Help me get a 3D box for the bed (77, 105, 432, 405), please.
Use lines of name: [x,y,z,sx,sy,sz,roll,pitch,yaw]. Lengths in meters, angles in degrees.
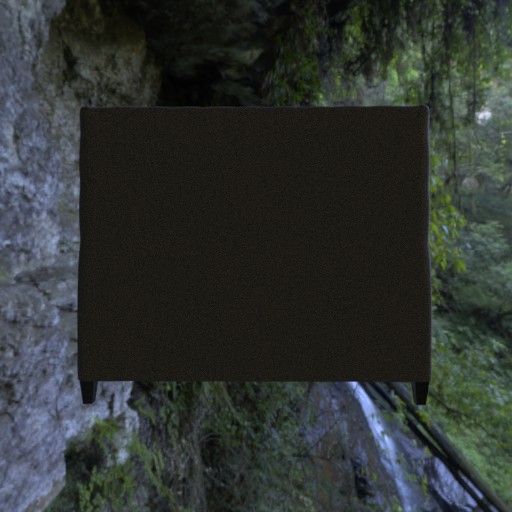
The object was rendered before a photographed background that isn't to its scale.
bed: [0.000,0.000,3.198,1.696,1.426,2.233,0,0,1]
